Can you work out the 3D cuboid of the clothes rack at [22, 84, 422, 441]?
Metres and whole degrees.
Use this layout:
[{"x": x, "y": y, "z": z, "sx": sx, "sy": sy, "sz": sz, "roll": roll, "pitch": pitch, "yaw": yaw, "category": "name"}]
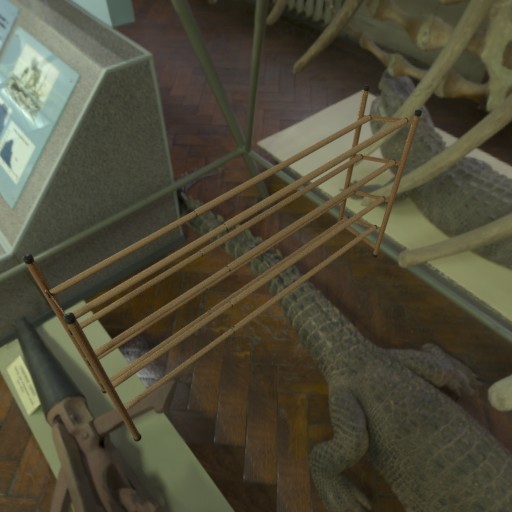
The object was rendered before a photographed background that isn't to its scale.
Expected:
[{"x": 0.000, "y": 0.000, "z": 1.415, "sx": 1.168, "sy": 0.672, "sz": 0.229, "roll": -33, "pitch": 56, "yaw": -26, "category": "clothes rack"}]
